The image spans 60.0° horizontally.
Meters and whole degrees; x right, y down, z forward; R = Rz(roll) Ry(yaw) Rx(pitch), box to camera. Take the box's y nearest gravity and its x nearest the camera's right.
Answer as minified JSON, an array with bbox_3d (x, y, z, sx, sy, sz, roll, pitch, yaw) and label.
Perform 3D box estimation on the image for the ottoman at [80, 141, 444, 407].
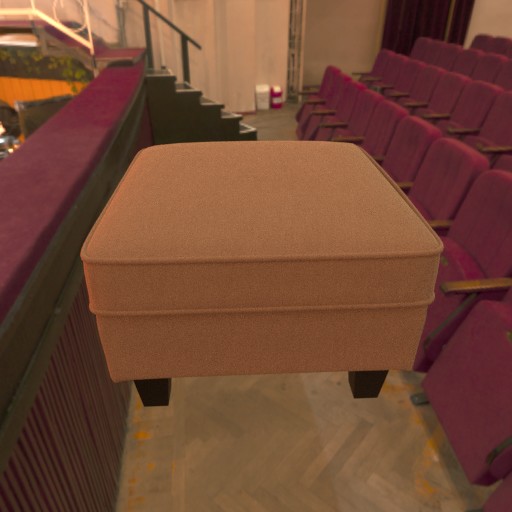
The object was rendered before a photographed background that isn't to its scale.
[{"bbox_3d":[0.000,0.000,1.049,0.613,0.438,0.616,-1,30,-2],"label":"ottoman"}]
